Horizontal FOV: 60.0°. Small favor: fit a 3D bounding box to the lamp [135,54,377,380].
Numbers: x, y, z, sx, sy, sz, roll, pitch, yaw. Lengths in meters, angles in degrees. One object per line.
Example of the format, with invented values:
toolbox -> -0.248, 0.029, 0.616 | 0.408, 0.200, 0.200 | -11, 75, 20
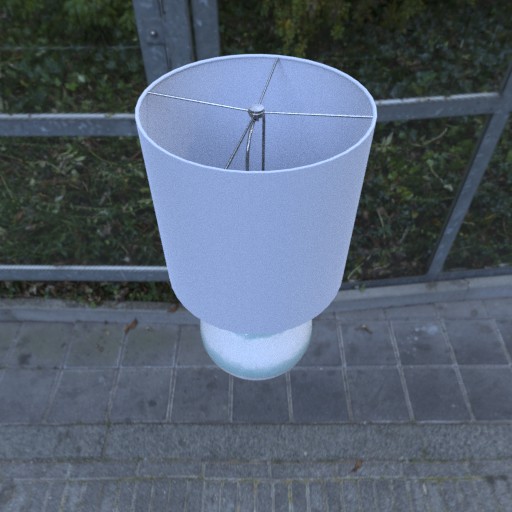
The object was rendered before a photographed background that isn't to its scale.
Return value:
lamp -> 0.000, 0.000, 0.549 | 0.217, 0.404, 0.217 | 9, 47, 9
